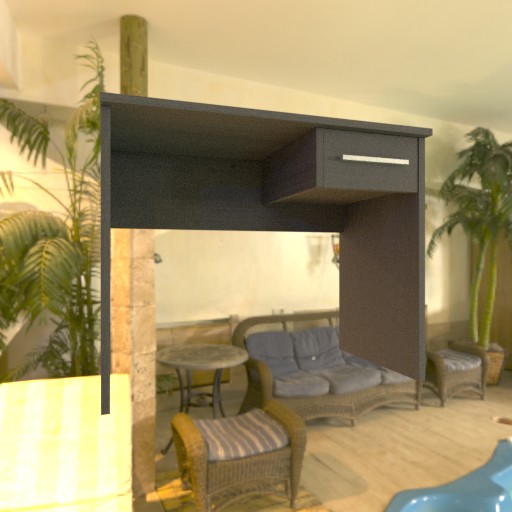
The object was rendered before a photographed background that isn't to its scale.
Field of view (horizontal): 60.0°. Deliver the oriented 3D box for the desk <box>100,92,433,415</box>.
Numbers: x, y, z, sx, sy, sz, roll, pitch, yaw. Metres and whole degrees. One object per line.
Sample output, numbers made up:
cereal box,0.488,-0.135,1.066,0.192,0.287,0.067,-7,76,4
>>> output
desk,0.000,0.000,1.354,0.893,0.724,0.498,0,0,-18
